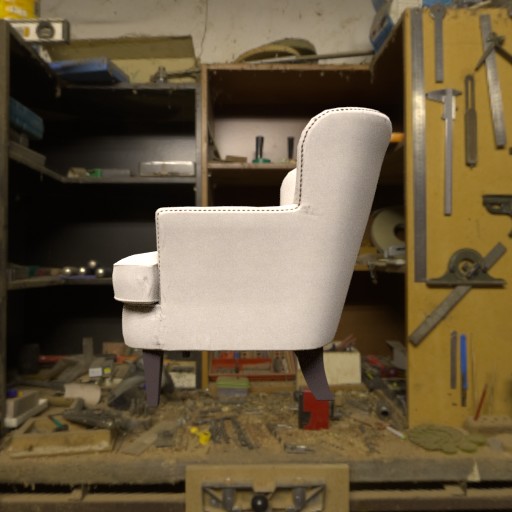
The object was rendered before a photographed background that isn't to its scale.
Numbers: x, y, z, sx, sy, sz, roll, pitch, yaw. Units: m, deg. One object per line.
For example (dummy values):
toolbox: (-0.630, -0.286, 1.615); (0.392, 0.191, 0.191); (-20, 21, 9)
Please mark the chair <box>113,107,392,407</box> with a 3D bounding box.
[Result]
chair: (0.000, 0.000, 1.593); (0.906, 0.868, 0.848); (0, 0, 0)
